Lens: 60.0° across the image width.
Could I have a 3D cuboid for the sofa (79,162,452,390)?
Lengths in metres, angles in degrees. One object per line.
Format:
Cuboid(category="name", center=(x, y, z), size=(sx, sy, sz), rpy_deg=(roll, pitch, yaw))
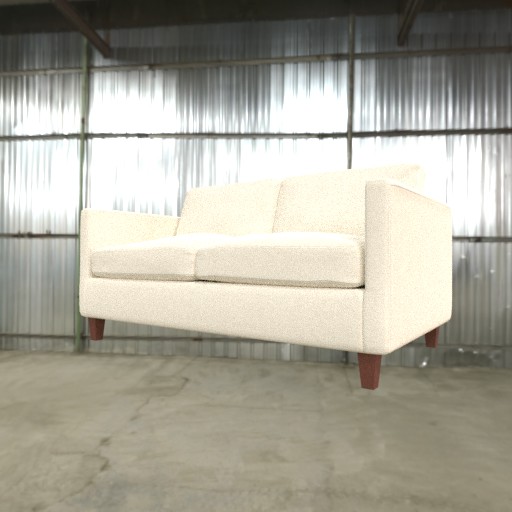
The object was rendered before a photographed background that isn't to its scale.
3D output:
Cuboid(category="sofa", center=(0.000, 0.000, 2.263), size=(1.702, 0.888, 0.964), rpy_deg=(0, 0, 35))
